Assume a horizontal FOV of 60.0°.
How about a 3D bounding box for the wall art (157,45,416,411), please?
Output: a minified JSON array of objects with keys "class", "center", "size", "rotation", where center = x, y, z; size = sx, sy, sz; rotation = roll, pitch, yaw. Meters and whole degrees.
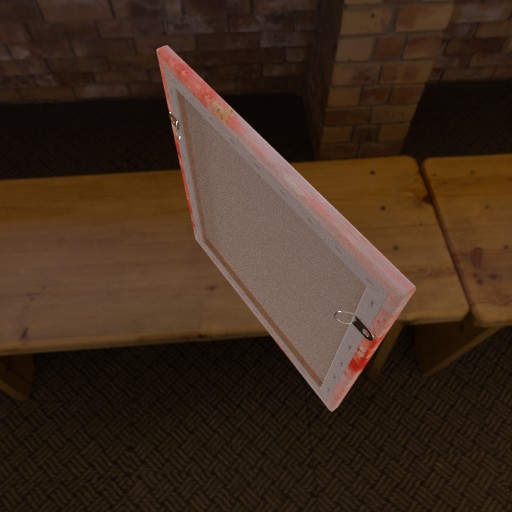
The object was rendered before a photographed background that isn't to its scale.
[{"class":"wall art","center":[0.000,0.000,1.327],"size":[0.066,0.878,0.878],"rotation":[-32,63,-18]}]
